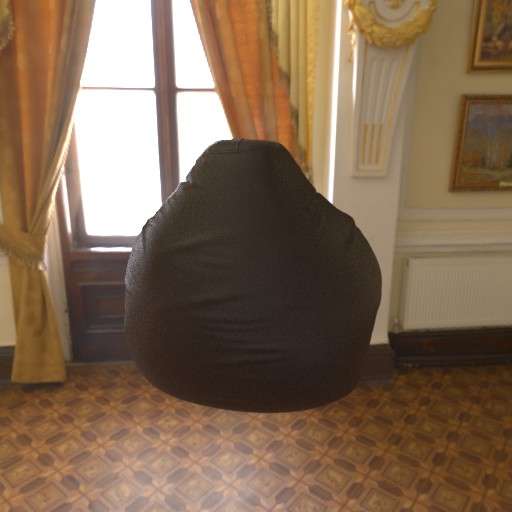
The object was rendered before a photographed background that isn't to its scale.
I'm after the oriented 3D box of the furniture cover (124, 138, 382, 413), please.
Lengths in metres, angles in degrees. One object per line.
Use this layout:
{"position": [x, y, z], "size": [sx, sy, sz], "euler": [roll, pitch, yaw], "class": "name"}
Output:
{"position": [0.000, 0.000, 1.927], "size": [1.070, 0.990, 1.070], "euler": [2, 15, 7], "class": "furniture cover"}
